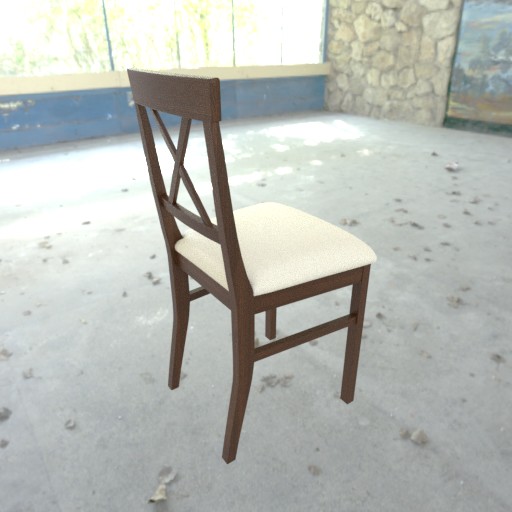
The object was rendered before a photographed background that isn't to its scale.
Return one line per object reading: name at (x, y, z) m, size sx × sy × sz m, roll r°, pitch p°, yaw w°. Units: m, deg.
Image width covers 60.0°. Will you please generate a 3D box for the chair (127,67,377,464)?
chair at (0.000, 0.000, 1.167) m, size 0.480 × 0.913 × 0.440 m, roll -17°, pitch 31°, yaw -31°
